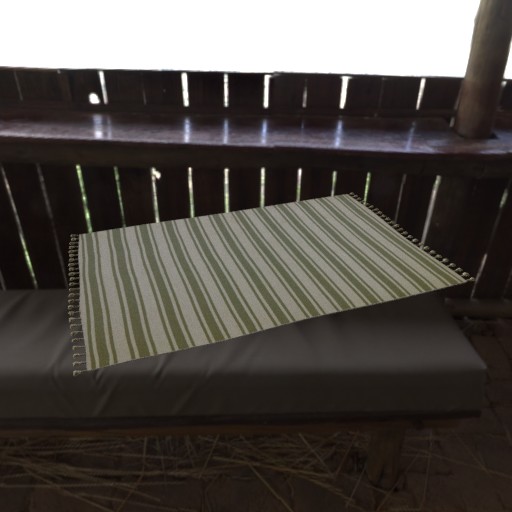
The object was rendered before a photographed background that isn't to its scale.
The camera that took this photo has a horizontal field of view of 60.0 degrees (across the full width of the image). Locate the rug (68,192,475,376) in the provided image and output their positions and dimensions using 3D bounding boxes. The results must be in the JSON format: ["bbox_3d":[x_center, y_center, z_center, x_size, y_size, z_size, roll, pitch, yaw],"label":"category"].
[{"bbox_3d":[0.000,0.000,2.354,1.875,0.013,1.162,-10,32,-17],"label":"rug"}]
